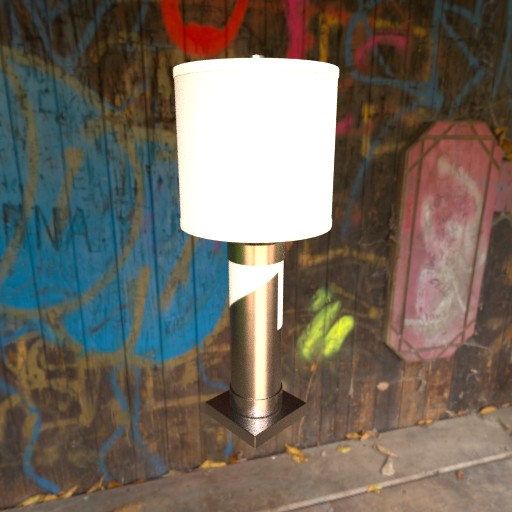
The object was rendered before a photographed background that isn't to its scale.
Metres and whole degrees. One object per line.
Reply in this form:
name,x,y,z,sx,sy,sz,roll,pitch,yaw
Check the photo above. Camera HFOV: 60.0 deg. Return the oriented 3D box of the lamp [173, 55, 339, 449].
lamp,0.000,0.000,0.615,0.202,0.509,0.202,-15,22,-42
